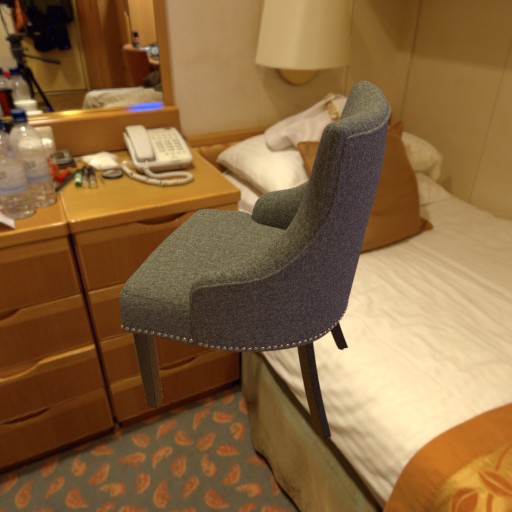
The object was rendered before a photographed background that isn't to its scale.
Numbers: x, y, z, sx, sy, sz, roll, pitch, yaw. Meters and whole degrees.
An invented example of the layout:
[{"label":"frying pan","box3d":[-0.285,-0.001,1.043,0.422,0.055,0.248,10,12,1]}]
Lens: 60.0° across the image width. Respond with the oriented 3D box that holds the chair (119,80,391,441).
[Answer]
[{"label":"chair","box3d":[0.000,0.000,1.284,0.629,0.909,0.566,9,32,15]}]
